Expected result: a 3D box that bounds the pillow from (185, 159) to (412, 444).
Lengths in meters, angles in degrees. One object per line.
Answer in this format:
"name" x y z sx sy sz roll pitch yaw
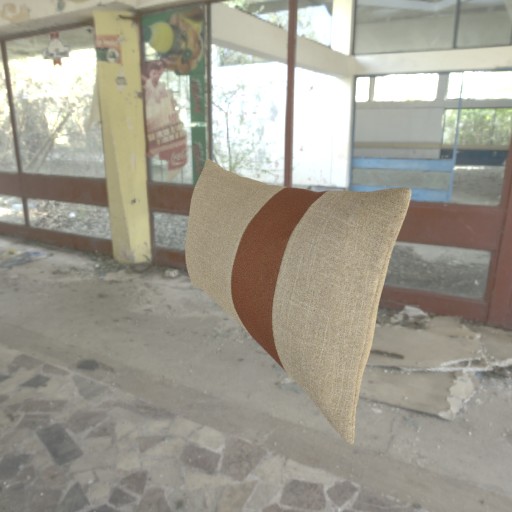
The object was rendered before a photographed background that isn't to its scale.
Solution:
"pillow" 0.000 0.000 0.726 0.155 0.282 0.612 -7 17 -24
